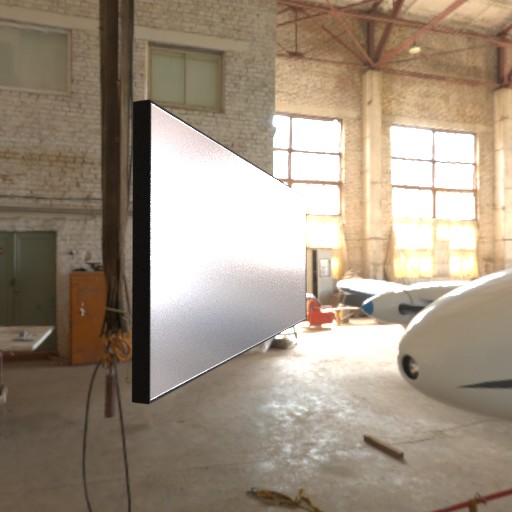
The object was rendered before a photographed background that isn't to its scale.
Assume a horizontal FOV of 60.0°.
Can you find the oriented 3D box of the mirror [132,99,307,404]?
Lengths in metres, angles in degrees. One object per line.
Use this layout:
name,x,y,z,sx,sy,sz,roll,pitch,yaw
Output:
mirror,0.000,0.000,1.757,0.047,0.692,1.584,0,-1,19
